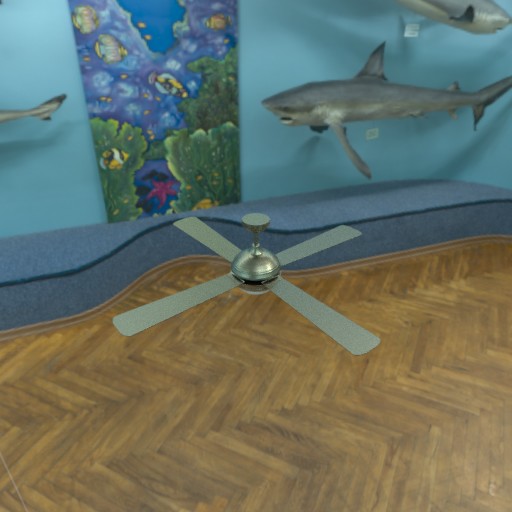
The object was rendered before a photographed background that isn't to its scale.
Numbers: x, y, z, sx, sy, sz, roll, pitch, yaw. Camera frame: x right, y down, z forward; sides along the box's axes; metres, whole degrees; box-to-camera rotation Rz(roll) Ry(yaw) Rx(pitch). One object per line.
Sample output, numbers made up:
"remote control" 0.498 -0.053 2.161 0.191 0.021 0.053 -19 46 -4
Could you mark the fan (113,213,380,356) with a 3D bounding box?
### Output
"fan" 0.000 0.000 2.060 1.321 0.381 1.321 -9 32 -15
